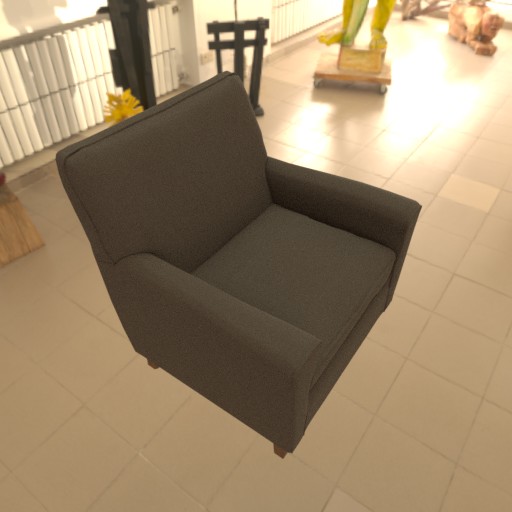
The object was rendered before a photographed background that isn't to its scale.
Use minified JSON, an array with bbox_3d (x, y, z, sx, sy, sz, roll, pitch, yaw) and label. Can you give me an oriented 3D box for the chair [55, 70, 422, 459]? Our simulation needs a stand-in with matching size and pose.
[{"bbox_3d":[0.000,0.000,1.563,0.831,0.911,0.836,26,48,25],"label":"chair"}]
